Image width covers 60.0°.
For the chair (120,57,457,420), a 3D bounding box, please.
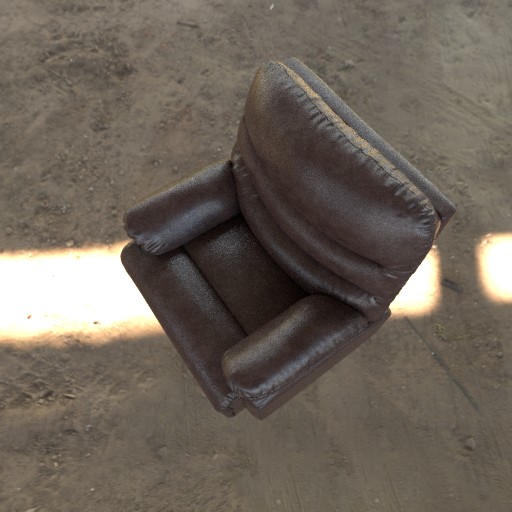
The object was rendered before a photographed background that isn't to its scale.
[{"bbox_3d":[0.000,0.000,1.707,0.879,1.041,0.940,-33,68,-15],"label":"chair"}]
